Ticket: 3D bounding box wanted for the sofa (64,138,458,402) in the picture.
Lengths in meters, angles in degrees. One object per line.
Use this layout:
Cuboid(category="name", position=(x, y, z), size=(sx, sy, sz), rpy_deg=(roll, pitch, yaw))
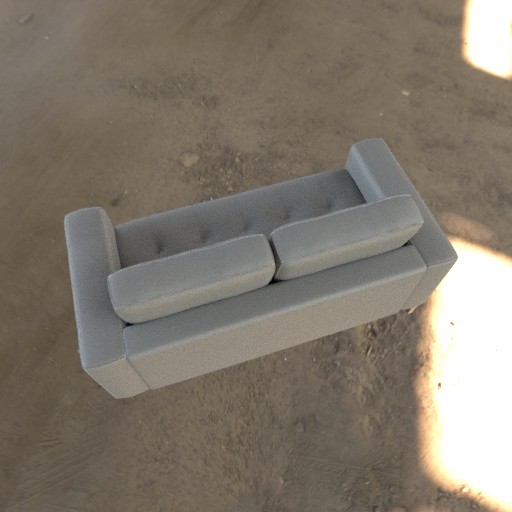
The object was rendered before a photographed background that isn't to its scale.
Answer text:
Cuboid(category="sofa", position=(0.000, 0.000, 2.232), size=(1.726, 0.892, 0.833), rpy_deg=(-16, 60, -9))
